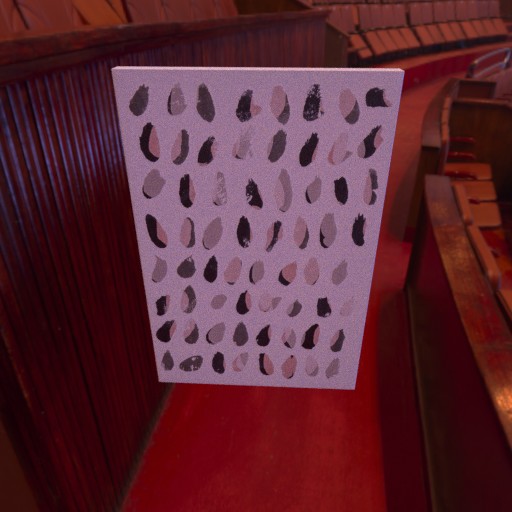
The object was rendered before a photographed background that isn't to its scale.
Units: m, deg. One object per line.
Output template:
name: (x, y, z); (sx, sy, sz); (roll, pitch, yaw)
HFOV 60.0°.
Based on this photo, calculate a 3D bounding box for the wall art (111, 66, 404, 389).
wall art: (0.000, 0.000, 1.166); (0.610, 0.916, 0.037); (2, 30, 3)
